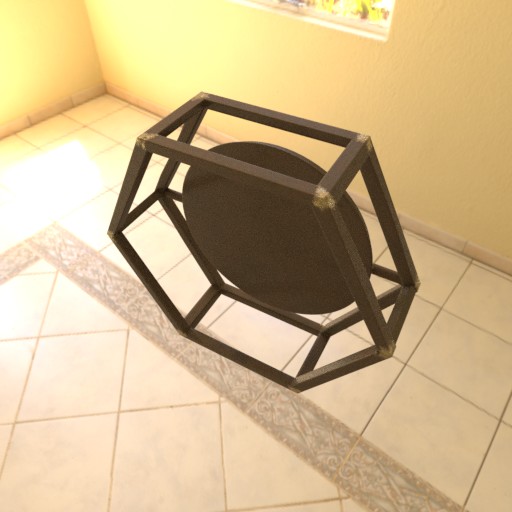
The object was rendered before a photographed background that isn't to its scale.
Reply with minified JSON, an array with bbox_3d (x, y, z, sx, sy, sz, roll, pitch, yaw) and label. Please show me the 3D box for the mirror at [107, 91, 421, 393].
[{"bbox_3d":[0.000,0.000,0.550,0.380,0.334,0.119,22,50,20],"label":"mirror"}]
